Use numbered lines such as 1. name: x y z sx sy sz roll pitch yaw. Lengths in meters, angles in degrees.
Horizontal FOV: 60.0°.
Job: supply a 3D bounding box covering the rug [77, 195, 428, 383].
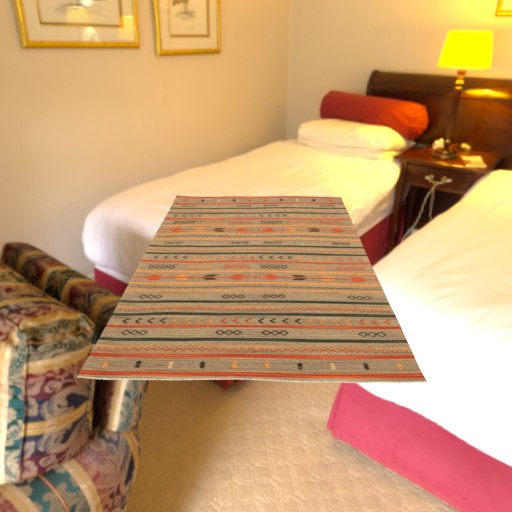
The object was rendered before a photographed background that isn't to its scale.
1. rug: 0.000 0.000 3.024 1.537 0.029 2.439 0 27 1
